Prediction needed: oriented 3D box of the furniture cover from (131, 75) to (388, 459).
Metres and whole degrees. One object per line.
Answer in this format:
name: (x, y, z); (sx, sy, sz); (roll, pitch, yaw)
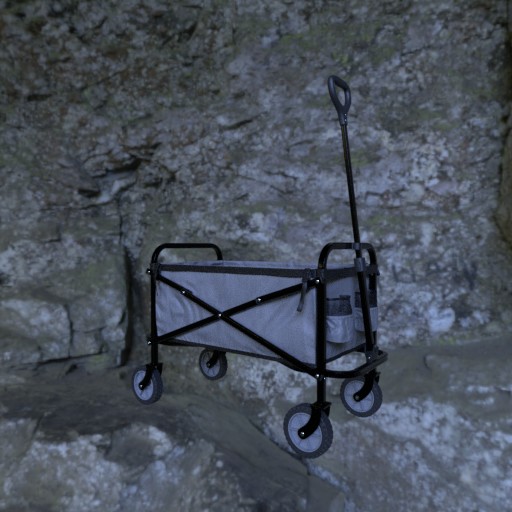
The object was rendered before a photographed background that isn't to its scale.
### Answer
furniture cover: (0.000, 0.000, 1.835); (1.038, 1.295, 0.532); (1, 2, 37)
